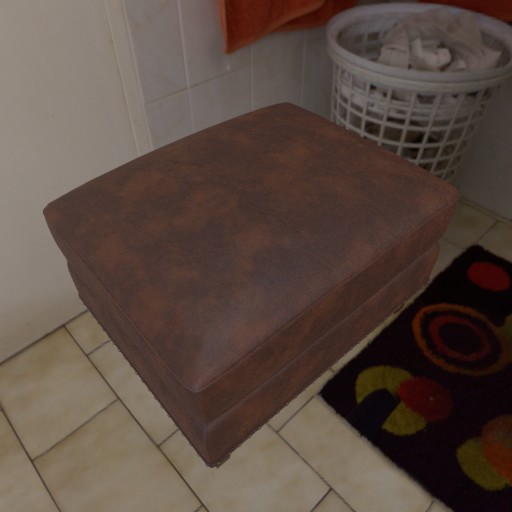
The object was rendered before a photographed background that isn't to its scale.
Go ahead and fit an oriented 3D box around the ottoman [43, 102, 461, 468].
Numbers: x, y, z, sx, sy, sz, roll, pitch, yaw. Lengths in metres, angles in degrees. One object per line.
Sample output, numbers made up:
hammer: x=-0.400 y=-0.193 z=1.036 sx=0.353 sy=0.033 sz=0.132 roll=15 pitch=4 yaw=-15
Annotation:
ottoman: x=0.000 y=0.000 z=1.084 sx=0.742 sy=0.486 sz=0.586 roll=-32 pitch=54 yaw=-27
